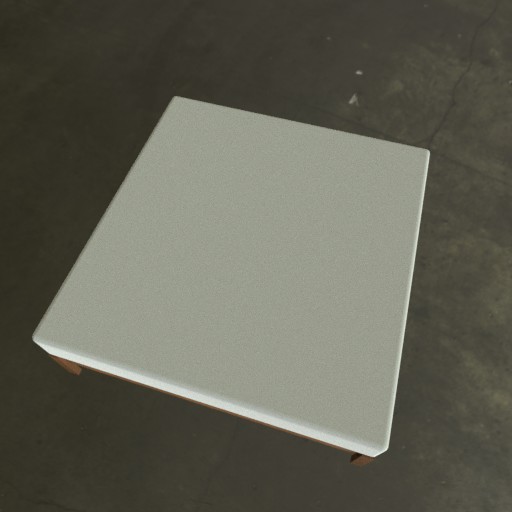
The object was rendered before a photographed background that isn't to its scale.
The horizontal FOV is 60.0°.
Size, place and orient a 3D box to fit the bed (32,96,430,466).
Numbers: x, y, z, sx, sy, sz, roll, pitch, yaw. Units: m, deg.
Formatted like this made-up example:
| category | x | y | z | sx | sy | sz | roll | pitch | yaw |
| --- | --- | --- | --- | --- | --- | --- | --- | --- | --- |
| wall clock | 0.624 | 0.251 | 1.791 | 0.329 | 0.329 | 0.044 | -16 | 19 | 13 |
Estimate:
| category | x | y | z | sx | sy | sz | roll | pitch | yaw |
| --- | --- | --- | --- | --- | --- | --- | --- | --- | --- |
| bed | 0.000 | 0.000 | 2.990 | 1.930 | 0.616 | 2.049 | 15 | 60 | 9 |
